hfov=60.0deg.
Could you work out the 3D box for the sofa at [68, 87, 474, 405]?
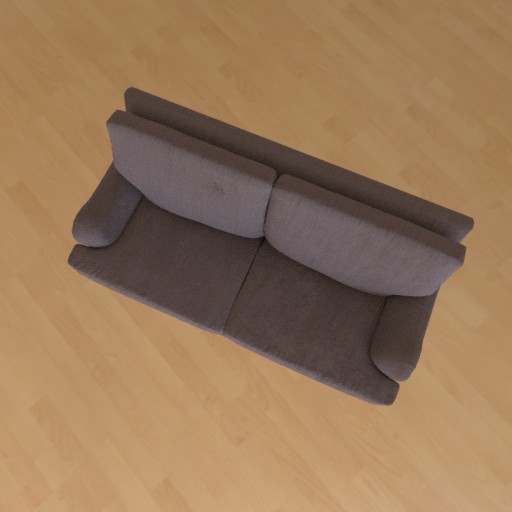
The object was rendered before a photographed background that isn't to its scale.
[{"bbox_3d":[0.000,0.000,2.757,2.165,1.087,1.086,23,75,6],"label":"sofa"}]
